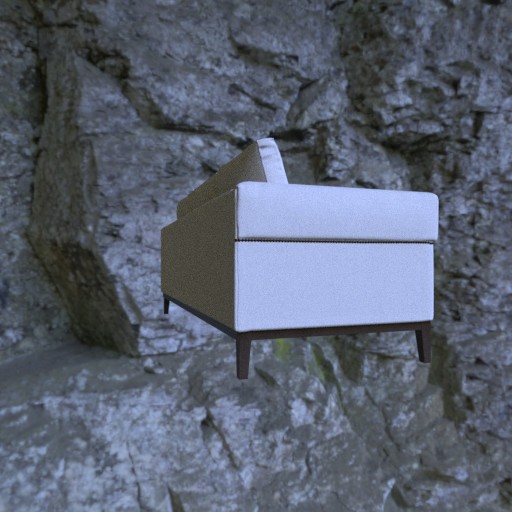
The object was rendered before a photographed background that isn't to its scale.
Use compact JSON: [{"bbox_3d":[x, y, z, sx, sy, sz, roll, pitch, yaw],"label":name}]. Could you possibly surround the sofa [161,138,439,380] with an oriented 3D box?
[{"bbox_3d":[0.000,0.000,2.724,0.902,0.911,2.198,0,-1,-19],"label":"sofa"}]
